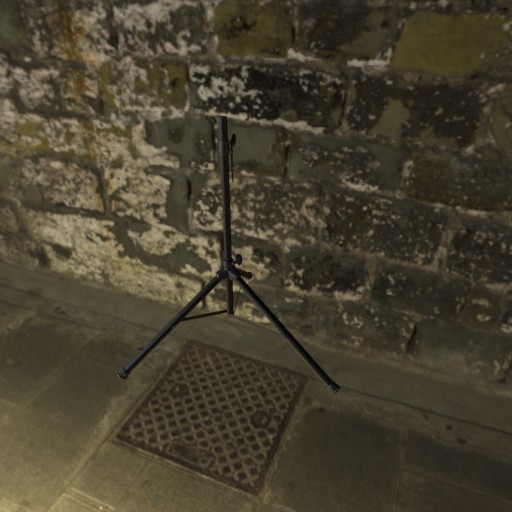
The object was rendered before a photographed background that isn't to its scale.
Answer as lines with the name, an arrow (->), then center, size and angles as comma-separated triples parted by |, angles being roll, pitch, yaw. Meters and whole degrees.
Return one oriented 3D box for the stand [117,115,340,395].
stand -> 0.000, 0.000, 1.910 | 0.907, 1.136, 1.045 | 21, 37, 30
